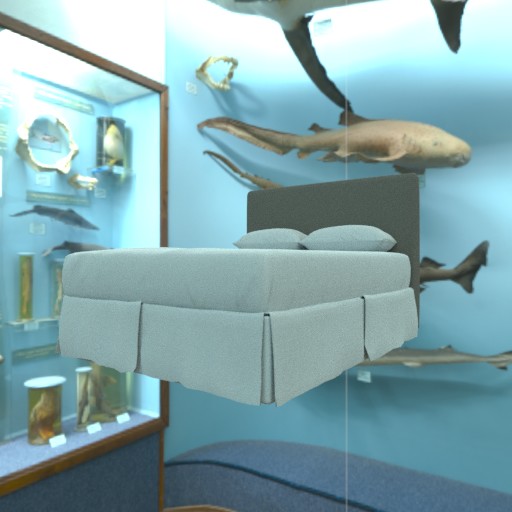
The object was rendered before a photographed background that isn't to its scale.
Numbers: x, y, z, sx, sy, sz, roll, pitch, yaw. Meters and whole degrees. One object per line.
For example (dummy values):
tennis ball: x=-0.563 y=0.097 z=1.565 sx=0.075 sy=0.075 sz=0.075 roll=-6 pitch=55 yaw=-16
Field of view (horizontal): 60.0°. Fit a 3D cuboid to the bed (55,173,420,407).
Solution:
bed: x=0.000 y=0.000 z=3.191 sx=1.748 sy=1.330 sz=2.142 roll=0 pitch=0 yaw=37
